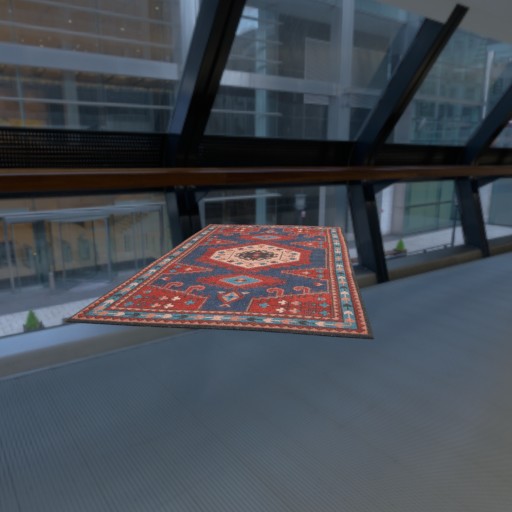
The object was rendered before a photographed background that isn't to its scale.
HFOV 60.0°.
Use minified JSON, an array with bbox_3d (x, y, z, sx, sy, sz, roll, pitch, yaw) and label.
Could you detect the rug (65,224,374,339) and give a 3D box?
[{"bbox_3d":[0.000,0.000,3.594,1.522,0.034,3.032,2,13,8],"label":"rug"}]
